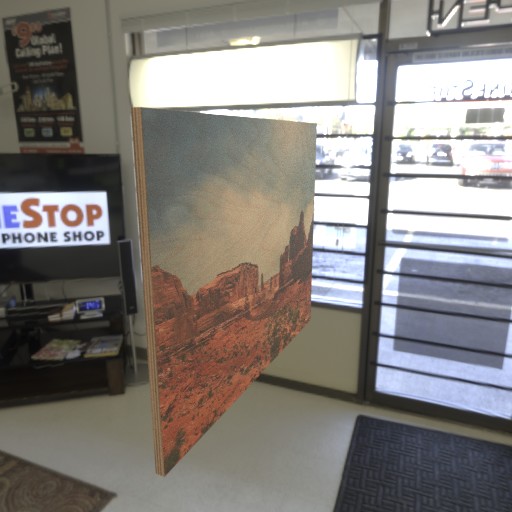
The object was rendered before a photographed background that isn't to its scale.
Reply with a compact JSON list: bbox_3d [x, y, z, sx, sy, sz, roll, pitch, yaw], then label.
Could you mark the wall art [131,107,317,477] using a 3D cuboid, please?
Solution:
[{"bbox_3d":[0.000,0.000,0.683,0.013,0.406,0.508,7,16,25],"label":"wall art"}]
